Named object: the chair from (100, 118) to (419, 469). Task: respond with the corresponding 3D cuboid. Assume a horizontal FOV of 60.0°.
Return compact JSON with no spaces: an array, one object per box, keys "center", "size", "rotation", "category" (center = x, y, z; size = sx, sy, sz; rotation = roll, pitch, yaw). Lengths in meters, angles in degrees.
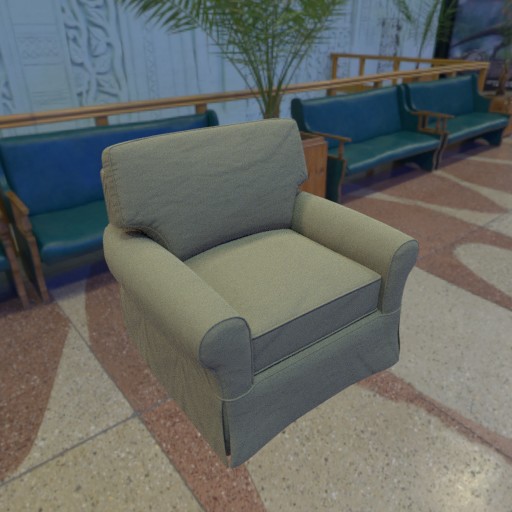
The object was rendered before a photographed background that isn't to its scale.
[{"center":[0.000,0.000,1.943],"size":[1.135,1.017,0.988],"rotation":[-19,34,-32],"category":"chair"}]
